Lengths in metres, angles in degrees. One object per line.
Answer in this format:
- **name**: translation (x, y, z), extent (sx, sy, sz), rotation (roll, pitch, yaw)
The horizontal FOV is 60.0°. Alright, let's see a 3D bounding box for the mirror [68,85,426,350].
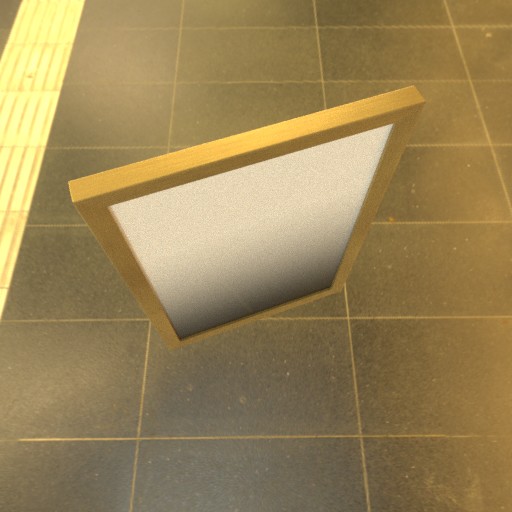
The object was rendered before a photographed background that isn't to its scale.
- **mirror**: translation (0.000, 0.000, 0.923), extent (0.507, 0.710, 0.040), rotation (-18, 64, -9)
